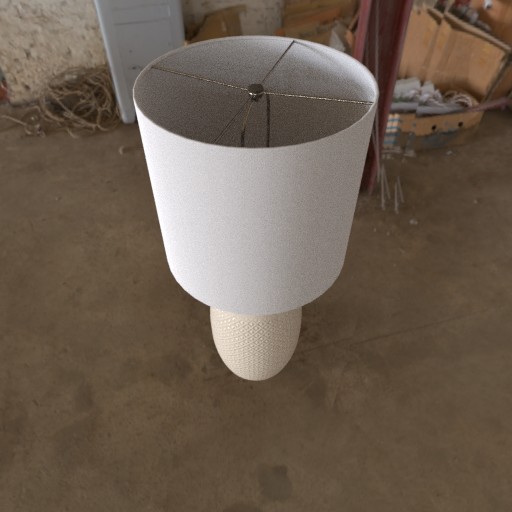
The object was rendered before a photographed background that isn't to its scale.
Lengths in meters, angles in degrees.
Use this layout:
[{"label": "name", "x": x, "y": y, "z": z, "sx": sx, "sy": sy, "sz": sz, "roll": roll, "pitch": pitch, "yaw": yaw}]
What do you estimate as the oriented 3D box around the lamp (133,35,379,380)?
[{"label": "lamp", "x": 0.000, "y": 0.000, "z": 0.560, "sx": 0.217, "sy": 0.453, "sz": 0.217, "roll": 15, "pitch": 48, "yaw": 14}]
